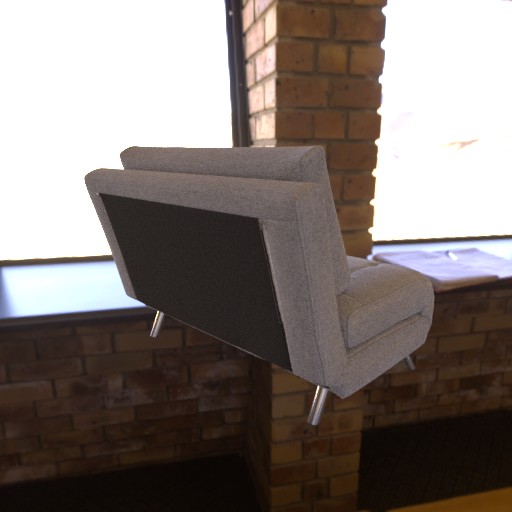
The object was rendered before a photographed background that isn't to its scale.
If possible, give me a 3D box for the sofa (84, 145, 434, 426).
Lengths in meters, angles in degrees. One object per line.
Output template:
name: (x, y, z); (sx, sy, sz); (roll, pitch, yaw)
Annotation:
sofa: (0.000, 0.000, 1.880); (0.910, 0.910, 1.220); (-13, 19, -43)
